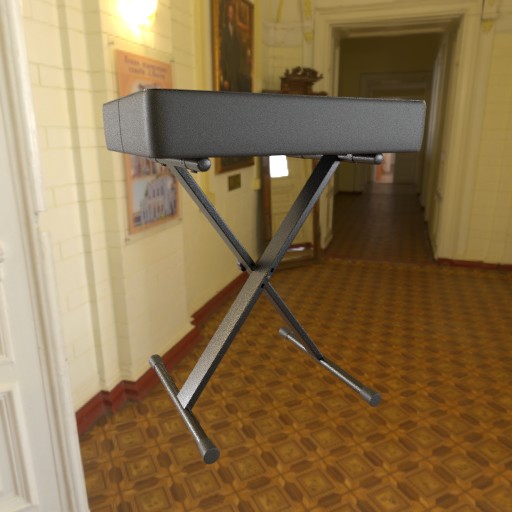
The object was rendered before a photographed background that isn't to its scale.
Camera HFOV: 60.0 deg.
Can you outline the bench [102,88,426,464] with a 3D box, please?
[{"bbox_3d":[0.000,0.000,0.764,0.424,0.500,0.321,-8,17,-26],"label":"bench"}]
